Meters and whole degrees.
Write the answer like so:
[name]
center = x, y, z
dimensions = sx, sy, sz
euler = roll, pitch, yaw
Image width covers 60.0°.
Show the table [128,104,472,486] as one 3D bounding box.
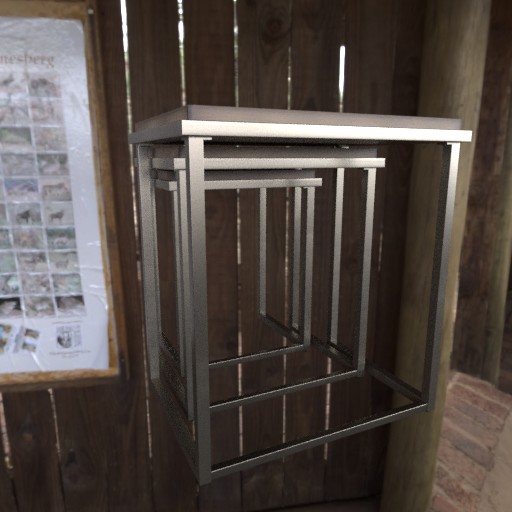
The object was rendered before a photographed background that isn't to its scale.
[table]
center = 0.000, 0.000, 1.083
dimensions = 0.559, 0.610, 0.706
euler = -6, 14, -25
